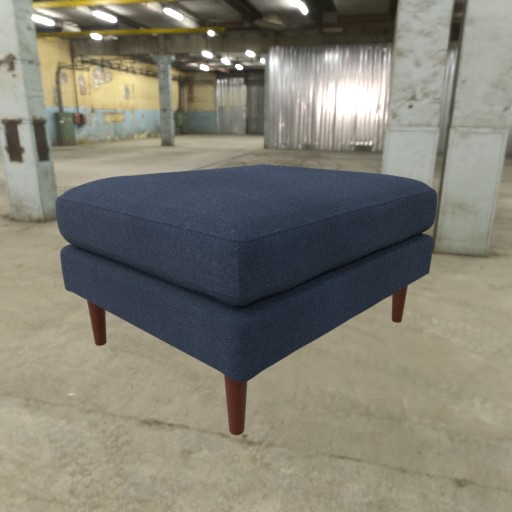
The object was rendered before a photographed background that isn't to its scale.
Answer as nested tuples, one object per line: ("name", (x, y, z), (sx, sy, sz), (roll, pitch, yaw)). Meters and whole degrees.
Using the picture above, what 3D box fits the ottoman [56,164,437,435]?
("ottoman", (0.000, 0.000, 1.251), (0.693, 0.474, 0.821), (15, 22, 41))
